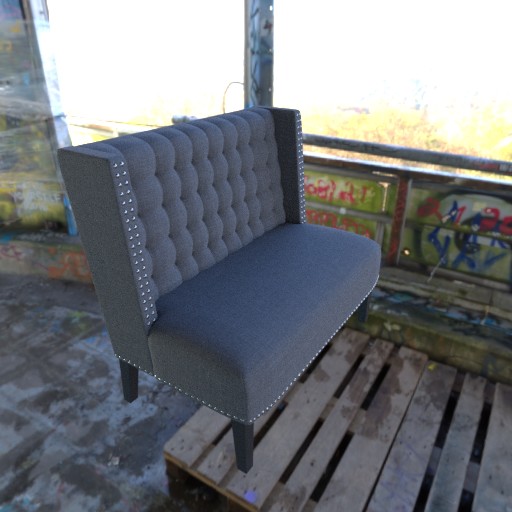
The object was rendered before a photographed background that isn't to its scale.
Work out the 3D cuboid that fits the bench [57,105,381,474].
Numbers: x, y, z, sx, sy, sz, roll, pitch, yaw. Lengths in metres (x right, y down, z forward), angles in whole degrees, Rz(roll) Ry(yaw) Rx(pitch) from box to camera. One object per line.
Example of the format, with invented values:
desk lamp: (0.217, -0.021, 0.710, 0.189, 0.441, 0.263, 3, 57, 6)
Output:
bench: (0.000, 0.000, 2.043, 0.842, 1.121, 1.276, 17, 31, 30)
